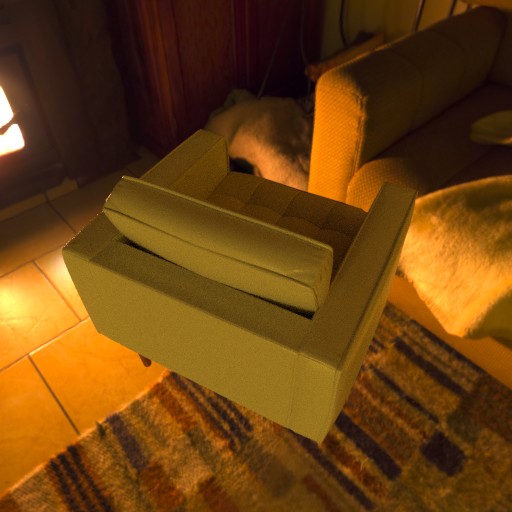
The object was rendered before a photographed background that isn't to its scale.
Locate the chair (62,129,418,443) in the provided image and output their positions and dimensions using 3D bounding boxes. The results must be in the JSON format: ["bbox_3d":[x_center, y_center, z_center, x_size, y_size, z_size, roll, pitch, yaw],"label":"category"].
[{"bbox_3d":[0.000,0.000,1.562,0.928,0.773,0.843,21,49,19],"label":"chair"}]
